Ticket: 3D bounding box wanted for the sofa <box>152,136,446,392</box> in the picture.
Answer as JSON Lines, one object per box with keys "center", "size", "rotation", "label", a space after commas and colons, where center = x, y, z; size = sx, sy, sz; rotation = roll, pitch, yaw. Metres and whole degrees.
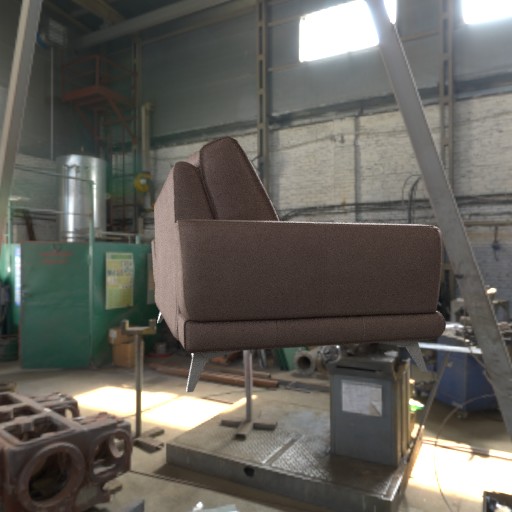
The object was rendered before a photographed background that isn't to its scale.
{"center": [0.000, 0.000, 2.378], "size": [1.018, 0.907, 1.806], "rotation": [0, 0, -16], "label": "sofa"}
